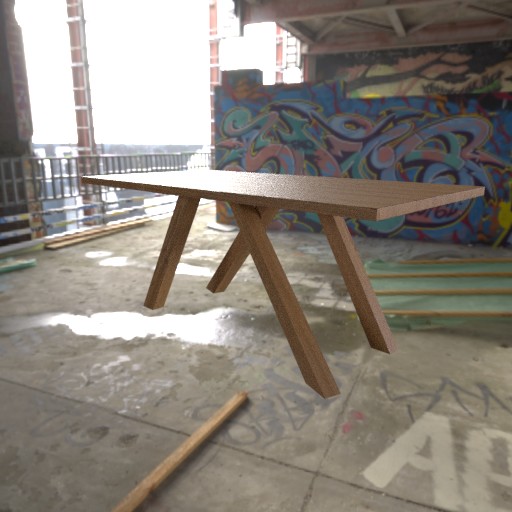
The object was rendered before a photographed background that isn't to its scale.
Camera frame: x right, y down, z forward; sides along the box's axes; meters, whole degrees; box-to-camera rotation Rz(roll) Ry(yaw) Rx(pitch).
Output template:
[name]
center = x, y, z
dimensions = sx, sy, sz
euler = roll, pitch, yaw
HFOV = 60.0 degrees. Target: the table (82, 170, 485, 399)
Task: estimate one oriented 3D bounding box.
[table]
center = 0.000, 0.000, 2.239
dimensions = 1.797, 0.750, 0.901
euler = 13, 19, 42
